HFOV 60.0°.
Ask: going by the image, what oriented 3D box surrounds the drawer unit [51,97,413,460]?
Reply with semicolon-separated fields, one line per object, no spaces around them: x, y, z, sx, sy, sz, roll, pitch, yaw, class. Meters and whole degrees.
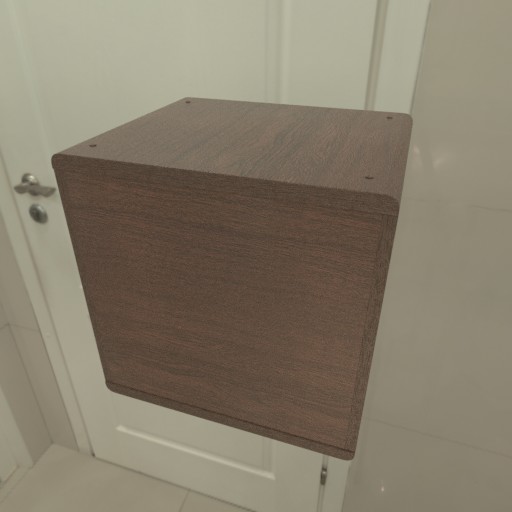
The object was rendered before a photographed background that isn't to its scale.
0.000;0.000;0.604;0.344;0.344;0.290;10;32;16;drawer unit
